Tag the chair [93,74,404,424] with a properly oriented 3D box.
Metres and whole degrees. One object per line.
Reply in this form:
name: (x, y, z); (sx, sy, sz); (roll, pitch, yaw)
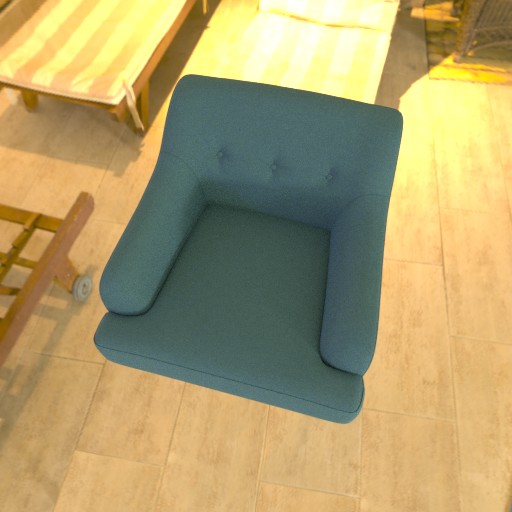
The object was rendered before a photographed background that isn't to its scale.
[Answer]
chair: (0.000, 0.000, 1.659); (0.946, 0.818, 0.951); (13, 59, 8)
